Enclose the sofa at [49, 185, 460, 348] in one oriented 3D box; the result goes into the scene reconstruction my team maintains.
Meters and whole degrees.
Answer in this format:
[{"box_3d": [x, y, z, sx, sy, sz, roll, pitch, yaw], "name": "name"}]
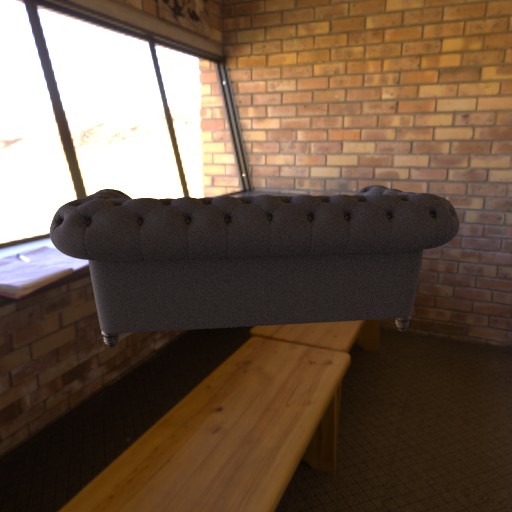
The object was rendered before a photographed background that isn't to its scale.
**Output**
[{"box_3d": [0.000, 0.000, 2.514, 1.998, 0.764, 0.986, -2, 14, -7], "name": "sofa"}]
